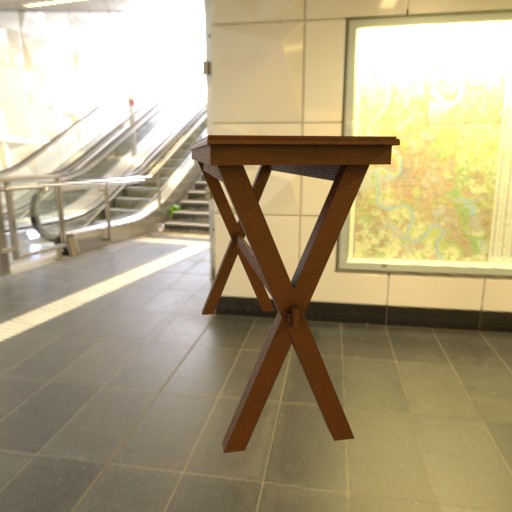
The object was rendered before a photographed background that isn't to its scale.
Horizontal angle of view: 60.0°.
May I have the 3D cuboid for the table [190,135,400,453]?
[{"bbox_3d":[0.000,0.000,1.544,0.399,0.763,1.197,-2,13,-10],"label":"table"}]
